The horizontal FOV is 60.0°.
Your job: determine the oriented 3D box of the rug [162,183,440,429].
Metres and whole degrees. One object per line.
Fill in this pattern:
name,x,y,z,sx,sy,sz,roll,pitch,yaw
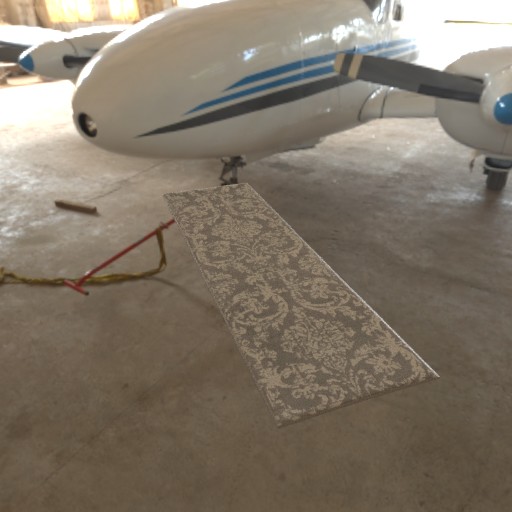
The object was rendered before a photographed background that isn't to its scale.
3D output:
rug,0.000,0.000,2.452,0.662,0.011,2.196,-10,31,-17
